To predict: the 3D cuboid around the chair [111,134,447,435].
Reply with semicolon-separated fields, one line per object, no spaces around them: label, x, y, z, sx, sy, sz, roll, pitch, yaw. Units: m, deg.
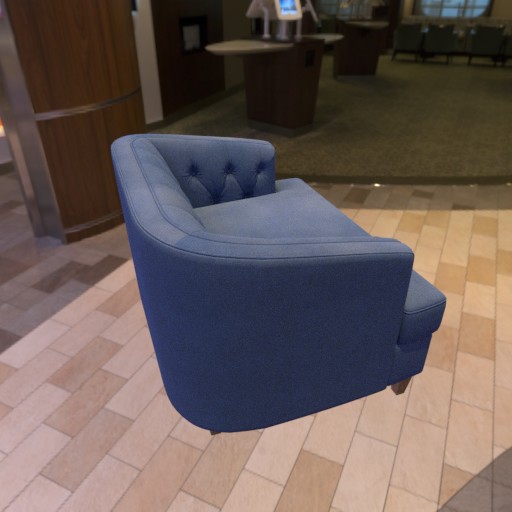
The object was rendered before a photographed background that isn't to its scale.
chair;0.000;0.000;1.724;0.914;0.787;1.118;-11;33;-18
